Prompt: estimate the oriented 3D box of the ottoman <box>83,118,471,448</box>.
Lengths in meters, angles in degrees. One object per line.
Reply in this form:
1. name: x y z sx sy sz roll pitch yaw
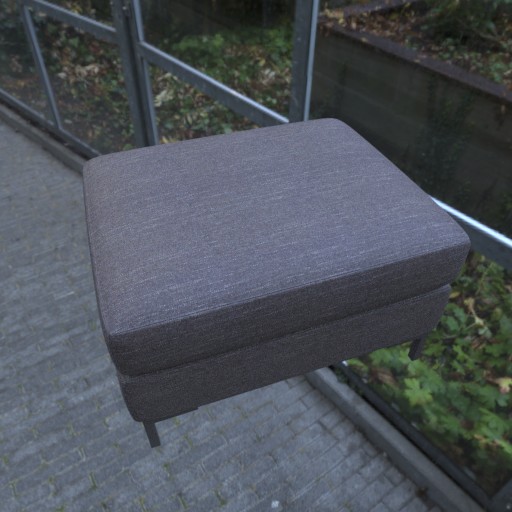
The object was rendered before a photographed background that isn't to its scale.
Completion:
1. ottoman: 0.000 0.000 1.222 0.820 0.490 0.671 -14 44 -14
